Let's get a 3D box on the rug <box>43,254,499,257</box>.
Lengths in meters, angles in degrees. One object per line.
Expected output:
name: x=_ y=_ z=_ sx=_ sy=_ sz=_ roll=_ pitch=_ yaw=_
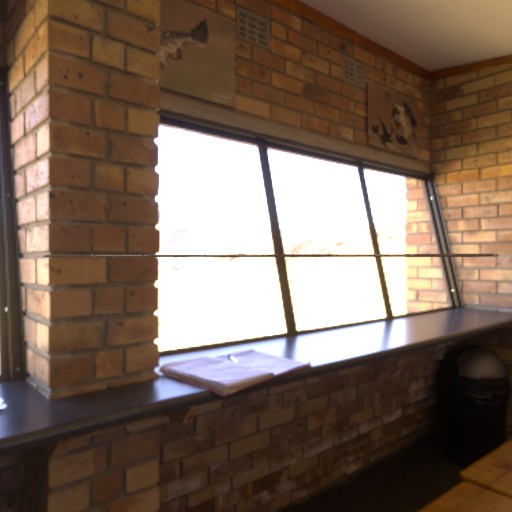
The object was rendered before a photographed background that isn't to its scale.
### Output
rug: x=0.000 y=0.000 z=2.669 sx=2.464 sy=0.012 sz=0.773 roll=0 pitch=0 yaw=18
